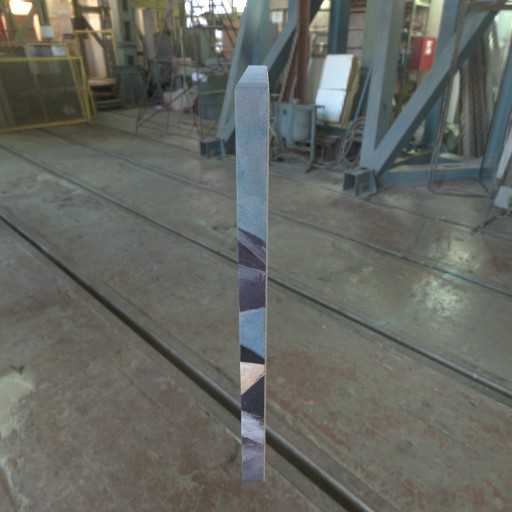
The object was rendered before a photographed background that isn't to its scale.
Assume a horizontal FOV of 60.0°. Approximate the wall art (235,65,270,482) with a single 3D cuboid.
[{"bbox_3d":[0.000,0.000,0.802,0.037,0.613,0.455,0,26,1],"label":"wall art"}]
